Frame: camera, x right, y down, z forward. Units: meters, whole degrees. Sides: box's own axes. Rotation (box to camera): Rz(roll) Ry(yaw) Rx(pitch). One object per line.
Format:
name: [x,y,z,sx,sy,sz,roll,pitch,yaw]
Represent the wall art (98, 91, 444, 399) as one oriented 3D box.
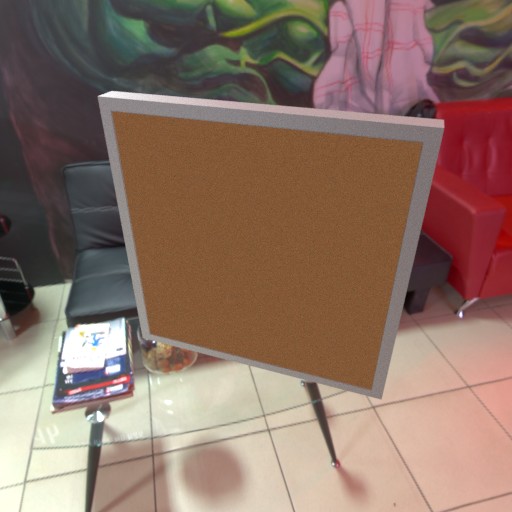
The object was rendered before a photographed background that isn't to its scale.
wall art: [0.000,0.000,0.770,0.506,0.506,0.038,11,34,16]
